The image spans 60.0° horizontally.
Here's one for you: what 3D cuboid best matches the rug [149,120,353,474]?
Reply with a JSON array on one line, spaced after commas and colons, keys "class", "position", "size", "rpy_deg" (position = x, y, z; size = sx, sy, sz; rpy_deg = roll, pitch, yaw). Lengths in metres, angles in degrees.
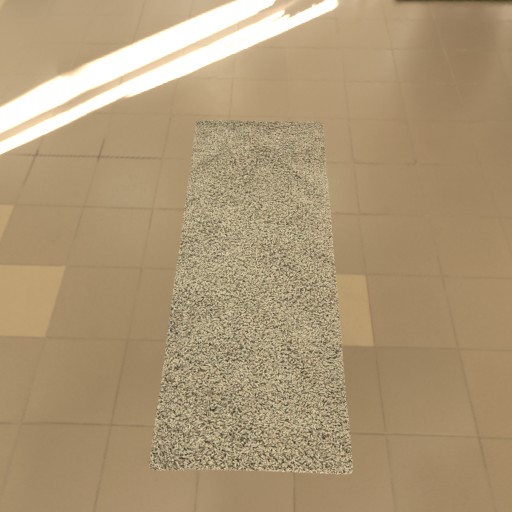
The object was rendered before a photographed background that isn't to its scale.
[{"class": "rug", "position": [0.000, 0.000, 1.725], "size": [0.609, 0.030, 1.524], "rpy_deg": [1, 58, 1]}]
